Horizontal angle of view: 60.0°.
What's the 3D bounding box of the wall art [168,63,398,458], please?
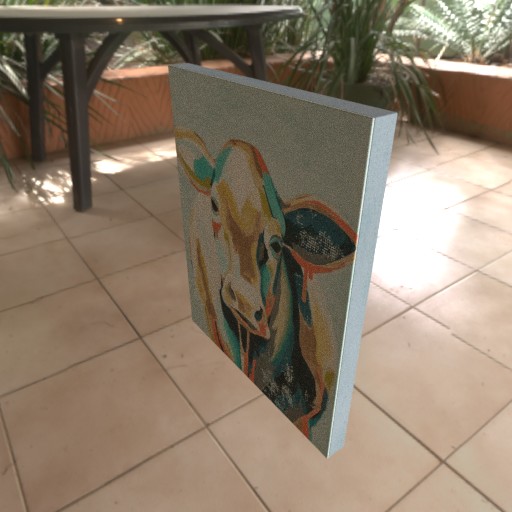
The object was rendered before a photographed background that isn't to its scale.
[{"bbox_3d":[0.000,0.000,0.690,0.037,0.509,0.409,-21,37,-31],"label":"wall art"}]
